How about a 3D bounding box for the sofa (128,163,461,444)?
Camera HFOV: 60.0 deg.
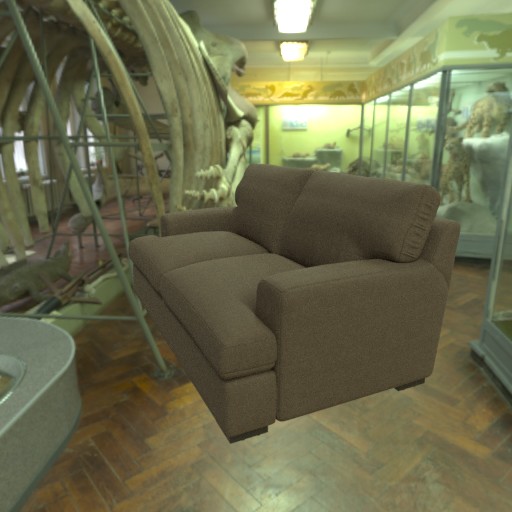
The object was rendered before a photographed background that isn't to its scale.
[{"bbox_3d":[0.000,0.000,2.538,1.140,0.950,1.869,-7,17,-25],"label":"sofa"}]
